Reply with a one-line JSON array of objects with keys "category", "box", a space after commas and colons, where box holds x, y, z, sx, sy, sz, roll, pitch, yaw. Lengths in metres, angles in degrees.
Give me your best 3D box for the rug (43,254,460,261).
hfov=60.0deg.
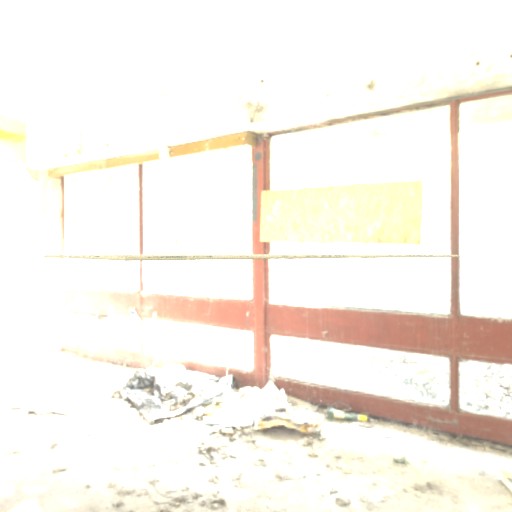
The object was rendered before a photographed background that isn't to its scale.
[{"category": "rug", "box": [0.000, 0.000, 2.333, 1.831, 0.012, 1.213, 0, 1, -36]}]
